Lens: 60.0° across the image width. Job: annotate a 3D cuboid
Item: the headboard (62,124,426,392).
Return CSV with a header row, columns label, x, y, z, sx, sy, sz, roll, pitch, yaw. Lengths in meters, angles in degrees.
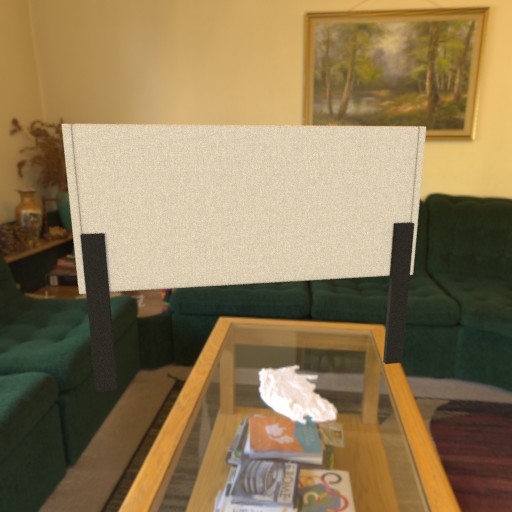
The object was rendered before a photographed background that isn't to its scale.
label,x,y,z,sx,sy,sz,roll,pitch,yaw
headboard,0.000,0.000,2.695,2.051,1.524,0.184,-3,14,-10
